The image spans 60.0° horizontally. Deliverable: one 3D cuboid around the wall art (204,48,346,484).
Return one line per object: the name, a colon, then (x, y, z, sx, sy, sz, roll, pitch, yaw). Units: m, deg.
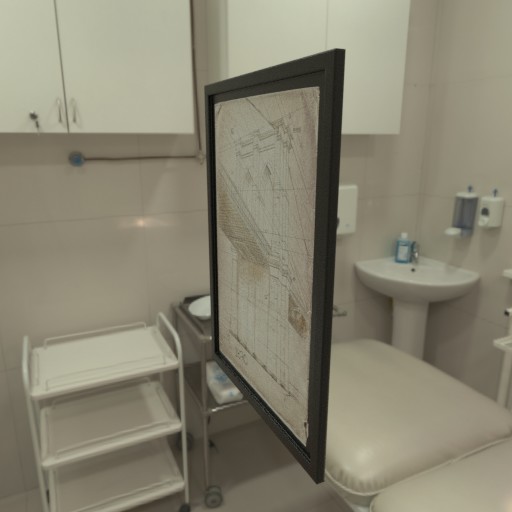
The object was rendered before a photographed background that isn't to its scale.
wall art: (0.000, 0.000, 0.851, 0.016, 0.657, 0.480, -7, 17, -25)
